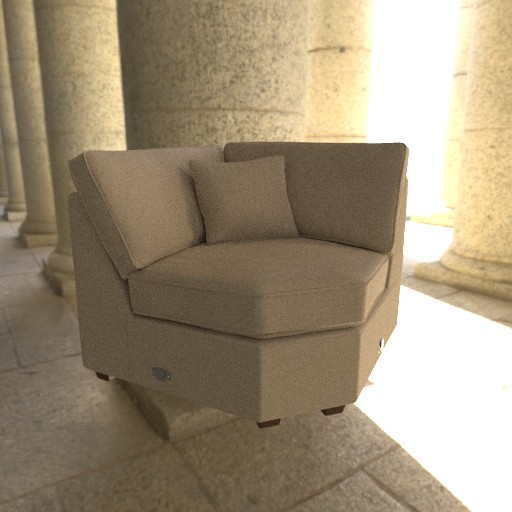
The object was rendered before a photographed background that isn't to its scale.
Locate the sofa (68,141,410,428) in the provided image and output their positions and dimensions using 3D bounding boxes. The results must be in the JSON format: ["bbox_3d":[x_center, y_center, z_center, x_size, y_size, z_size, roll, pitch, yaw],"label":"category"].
[{"bbox_3d":[0.000,0.000,1.842,1.042,0.937,1.050,7,15,27],"label":"sofa"}]
